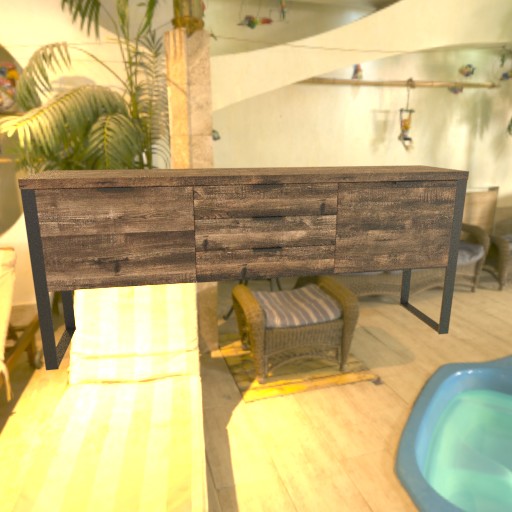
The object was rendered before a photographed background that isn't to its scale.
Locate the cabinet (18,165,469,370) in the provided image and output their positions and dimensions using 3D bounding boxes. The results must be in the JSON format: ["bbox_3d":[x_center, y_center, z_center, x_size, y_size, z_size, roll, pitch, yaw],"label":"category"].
[{"bbox_3d":[0.000,0.000,2.020,1.800,0.762,0.395,-3,16,-11],"label":"cabinet"}]
